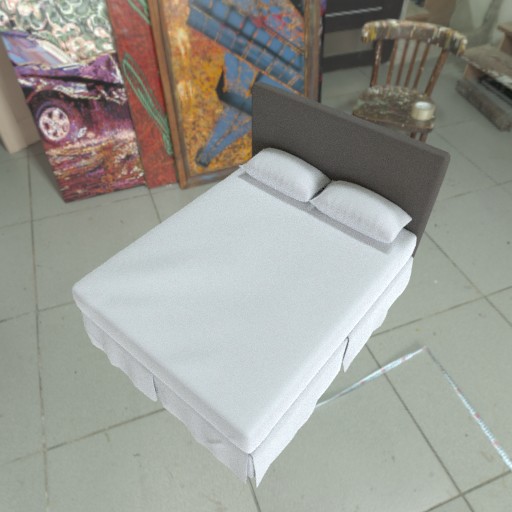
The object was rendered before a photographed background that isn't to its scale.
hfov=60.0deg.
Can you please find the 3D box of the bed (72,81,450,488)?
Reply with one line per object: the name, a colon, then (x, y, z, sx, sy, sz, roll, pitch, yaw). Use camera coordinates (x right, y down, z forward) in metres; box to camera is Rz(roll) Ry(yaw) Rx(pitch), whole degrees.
bed: (0.000, 0.000, 3.147, 1.723, 1.330, 2.142, 31, 54, 26)
